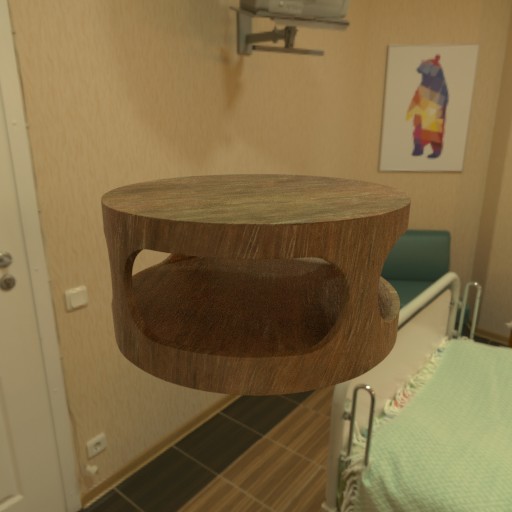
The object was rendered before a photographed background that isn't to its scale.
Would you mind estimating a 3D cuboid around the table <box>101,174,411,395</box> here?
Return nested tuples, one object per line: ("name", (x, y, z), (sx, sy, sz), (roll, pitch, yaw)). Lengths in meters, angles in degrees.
("table", (0.000, 0.000, 1.534), (0.974, 0.450, 0.974), (0, 17, 0))
